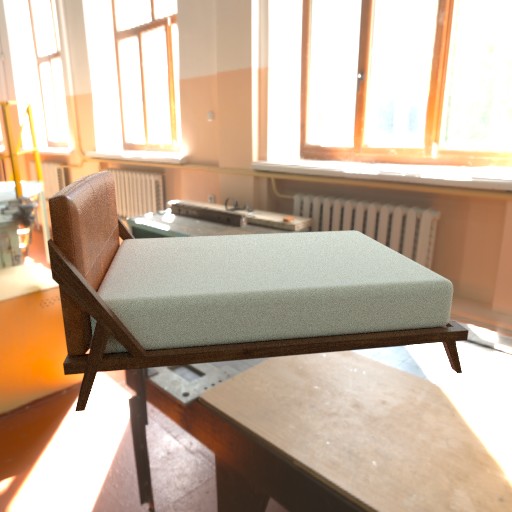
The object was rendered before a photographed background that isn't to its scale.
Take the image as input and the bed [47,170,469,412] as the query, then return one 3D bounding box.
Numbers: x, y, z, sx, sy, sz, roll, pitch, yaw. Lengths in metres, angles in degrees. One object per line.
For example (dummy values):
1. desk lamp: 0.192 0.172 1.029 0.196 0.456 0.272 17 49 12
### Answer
1. bed: 0.000 0.000 3.181 2.311 1.168 1.651 -3 16 -10
